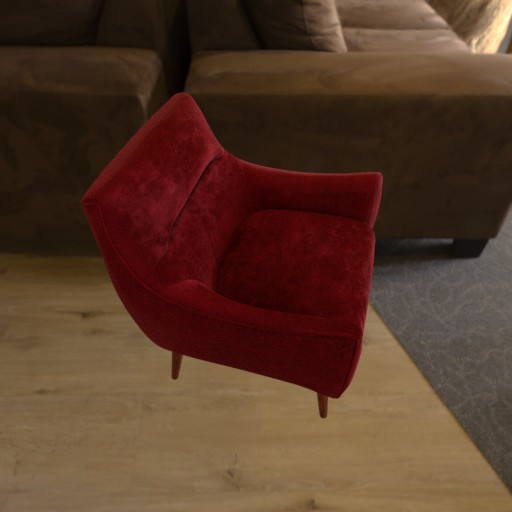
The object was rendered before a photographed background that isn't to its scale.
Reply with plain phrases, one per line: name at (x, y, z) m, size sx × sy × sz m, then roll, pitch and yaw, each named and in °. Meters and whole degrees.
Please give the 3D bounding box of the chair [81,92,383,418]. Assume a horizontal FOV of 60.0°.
chair at (0.000, 0.000, 1.523) m, size 0.787 × 0.838 × 0.762 m, roll 11°, pitch 46°, yaw 11°
